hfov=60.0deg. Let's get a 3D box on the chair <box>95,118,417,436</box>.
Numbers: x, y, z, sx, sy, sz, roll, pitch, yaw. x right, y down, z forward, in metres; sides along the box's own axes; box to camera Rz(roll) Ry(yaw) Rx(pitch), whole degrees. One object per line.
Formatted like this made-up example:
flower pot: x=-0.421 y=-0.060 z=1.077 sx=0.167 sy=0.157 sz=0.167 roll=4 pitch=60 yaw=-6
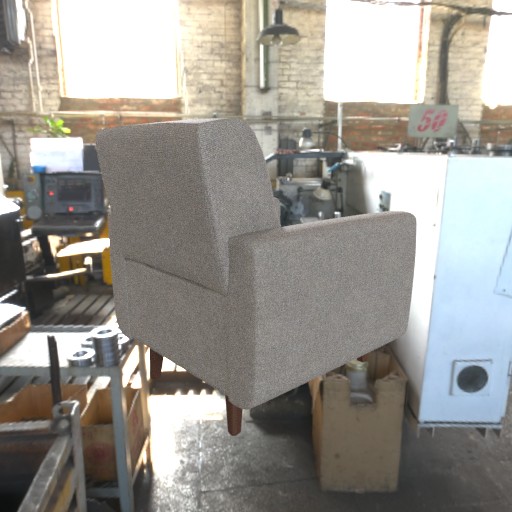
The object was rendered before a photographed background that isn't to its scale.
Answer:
chair: x=0.000 y=0.000 z=1.692 sx=0.942 sy=0.968 sz=0.845 roll=-13 pitch=18 yaw=-42
